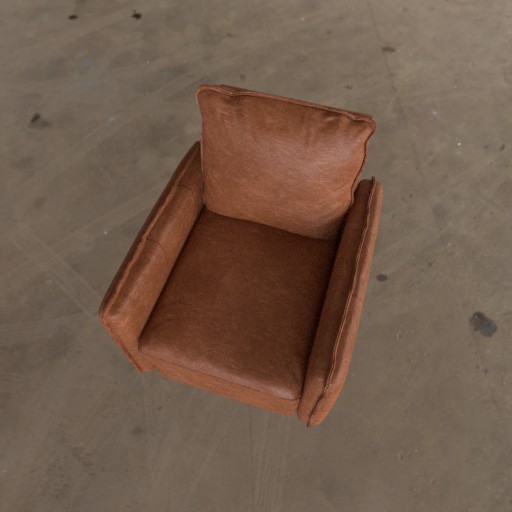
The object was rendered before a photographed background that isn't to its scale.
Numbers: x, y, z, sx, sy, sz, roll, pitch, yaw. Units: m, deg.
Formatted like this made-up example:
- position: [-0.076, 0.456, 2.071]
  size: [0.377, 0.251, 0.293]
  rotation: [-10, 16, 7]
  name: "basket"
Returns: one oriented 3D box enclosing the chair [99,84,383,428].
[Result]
- position: [0.000, 0.000, 1.637]
  size: [0.830, 0.922, 0.922]
  rotation: [15, 59, 9]
  name: "chair"
